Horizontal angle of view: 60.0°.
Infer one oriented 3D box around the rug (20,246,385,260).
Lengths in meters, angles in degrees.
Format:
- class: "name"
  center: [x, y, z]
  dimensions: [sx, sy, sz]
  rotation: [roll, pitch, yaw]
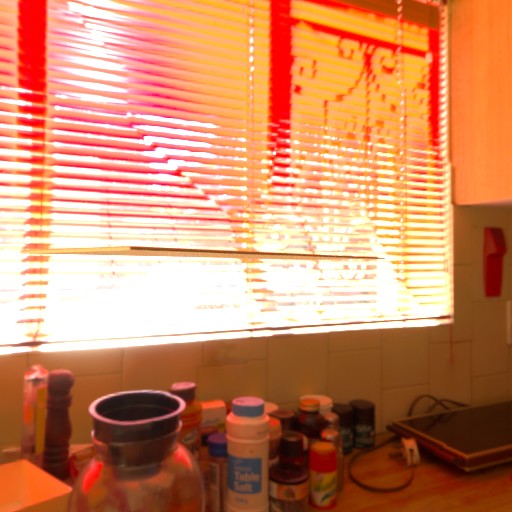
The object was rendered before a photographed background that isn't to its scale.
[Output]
- class: "rug"
  center: [0.000, 0.000, 2.485]
  dimensions: [0.678, 0.014, 2.276]
  rotation: [-1, -2, 36]
